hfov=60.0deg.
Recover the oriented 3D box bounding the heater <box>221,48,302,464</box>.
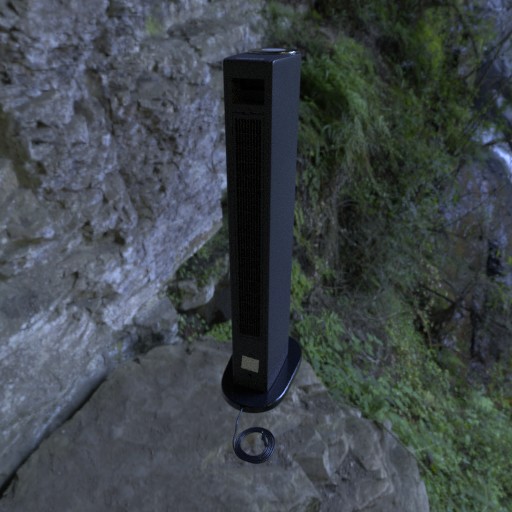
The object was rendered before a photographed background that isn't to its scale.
[{"bbox_3d":[0.000,0.000,1.033,0.214,0.856,0.458,9,30,17],"label":"heater"}]
